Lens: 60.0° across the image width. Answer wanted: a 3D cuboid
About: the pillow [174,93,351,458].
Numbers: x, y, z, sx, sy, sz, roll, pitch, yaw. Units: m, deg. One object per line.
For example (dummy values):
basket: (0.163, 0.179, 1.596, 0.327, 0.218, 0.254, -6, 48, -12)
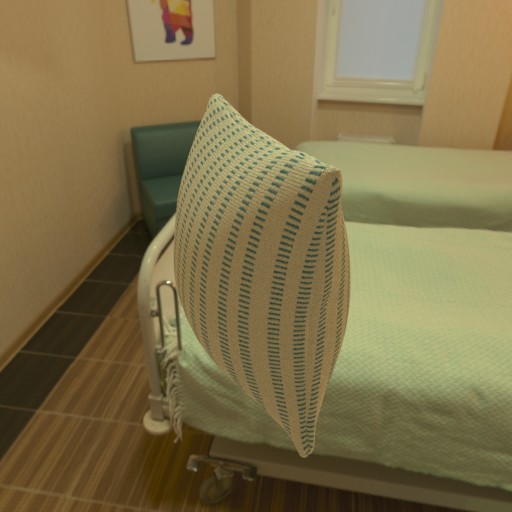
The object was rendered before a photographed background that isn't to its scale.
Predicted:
pillow: (0.000, 0.000, 0.693, 0.247, 0.419, 0.438, -10, 31, -17)
